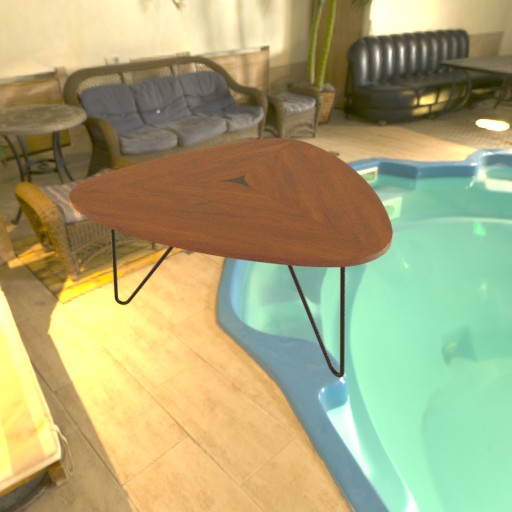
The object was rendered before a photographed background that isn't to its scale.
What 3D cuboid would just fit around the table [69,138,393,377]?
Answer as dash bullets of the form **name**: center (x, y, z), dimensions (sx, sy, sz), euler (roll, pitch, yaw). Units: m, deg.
- **table**: center (0.000, 0.000, 1.306), dimensions (0.833, 0.413, 0.821), euler (-22, 38, -32)
